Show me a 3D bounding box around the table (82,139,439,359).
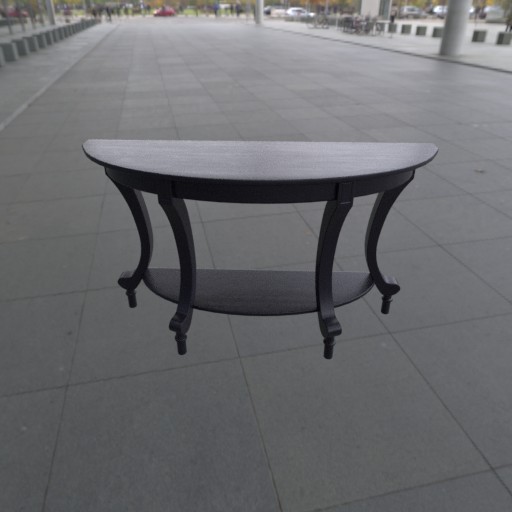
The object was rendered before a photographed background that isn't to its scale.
[{"bbox_3d":[0.000,0.000,1.536,1.198,0.692,0.394,1,29,2],"label":"table"}]
